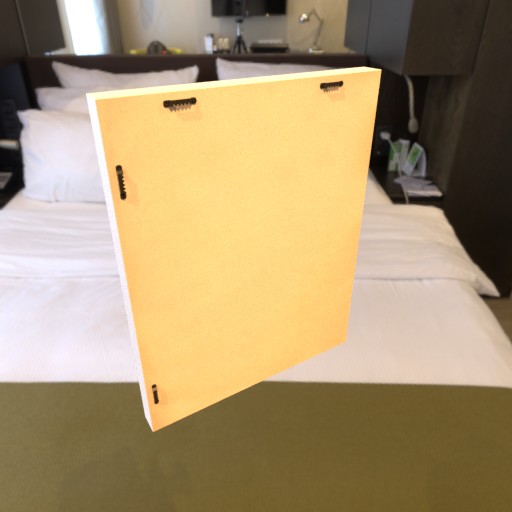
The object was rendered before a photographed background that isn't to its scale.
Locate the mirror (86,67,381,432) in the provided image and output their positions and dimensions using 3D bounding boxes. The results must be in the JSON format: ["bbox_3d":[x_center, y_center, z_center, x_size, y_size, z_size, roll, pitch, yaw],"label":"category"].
[{"bbox_3d":[0.000,0.000,0.682,0.406,0.509,0.041,-17,34,-27],"label":"mirror"}]
